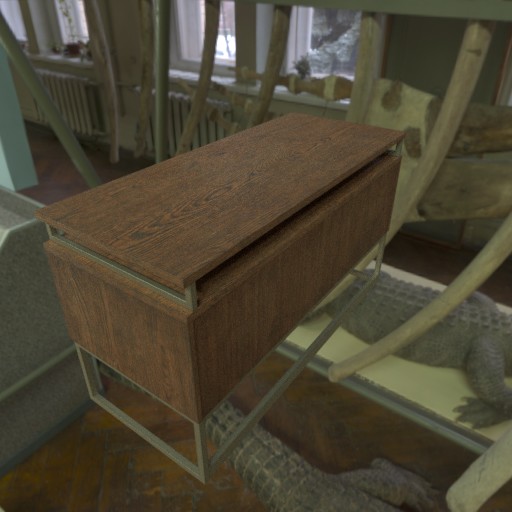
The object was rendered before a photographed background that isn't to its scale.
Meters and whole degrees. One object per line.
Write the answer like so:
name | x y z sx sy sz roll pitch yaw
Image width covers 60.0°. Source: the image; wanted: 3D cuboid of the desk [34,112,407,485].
desk | 0.000 0.000 1.802 0.610 0.792 1.384 21 37 30
